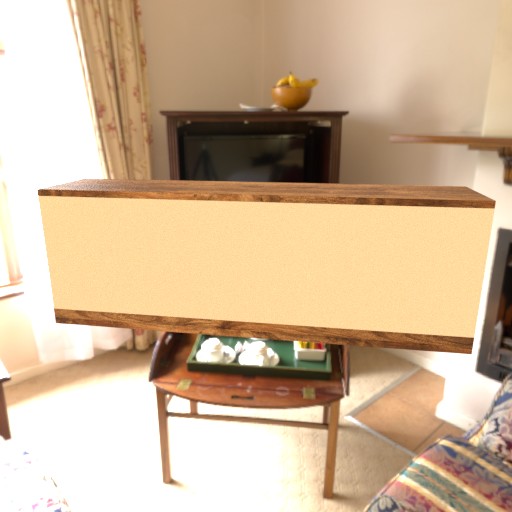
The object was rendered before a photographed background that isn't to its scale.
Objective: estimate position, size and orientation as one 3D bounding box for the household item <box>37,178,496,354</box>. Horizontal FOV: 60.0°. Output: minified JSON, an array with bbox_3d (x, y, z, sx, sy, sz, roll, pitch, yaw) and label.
[{"bbox_3d":[0.000,0.000,1.994,1.800,0.615,0.390,3,17,9],"label":"household item"}]
